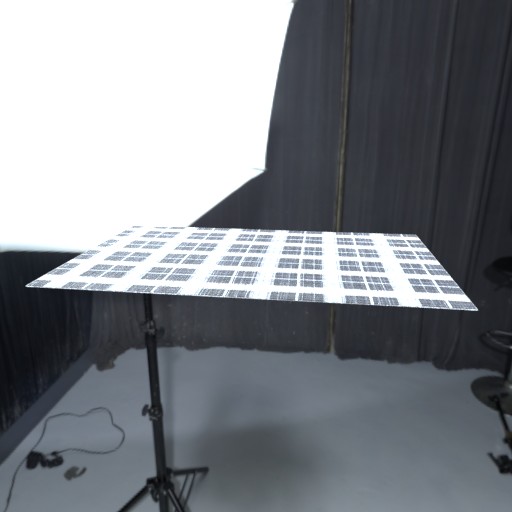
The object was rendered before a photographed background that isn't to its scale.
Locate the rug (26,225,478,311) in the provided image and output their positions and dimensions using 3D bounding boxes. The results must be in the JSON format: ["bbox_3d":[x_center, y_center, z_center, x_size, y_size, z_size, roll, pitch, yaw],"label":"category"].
[{"bbox_3d":[0.000,0.000,3.065,2.434,0.015,1.520,2,17,8],"label":"rug"}]
